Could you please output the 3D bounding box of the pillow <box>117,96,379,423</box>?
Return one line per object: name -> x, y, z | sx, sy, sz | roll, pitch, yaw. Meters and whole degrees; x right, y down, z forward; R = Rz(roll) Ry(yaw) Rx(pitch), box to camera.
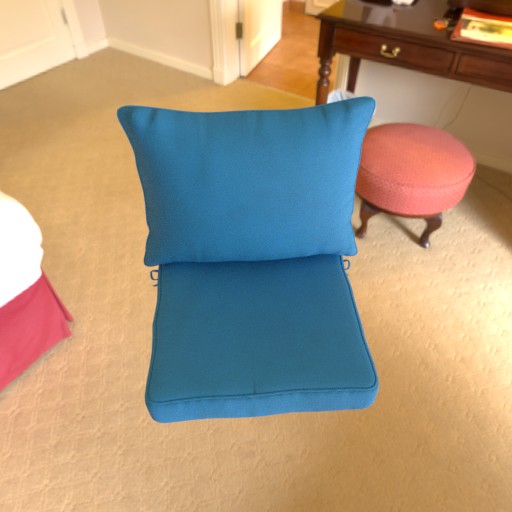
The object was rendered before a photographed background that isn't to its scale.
pillow -> 0.000, 0.000, 1.358 | 0.798, 0.725, 0.733 | -3, 46, -3
